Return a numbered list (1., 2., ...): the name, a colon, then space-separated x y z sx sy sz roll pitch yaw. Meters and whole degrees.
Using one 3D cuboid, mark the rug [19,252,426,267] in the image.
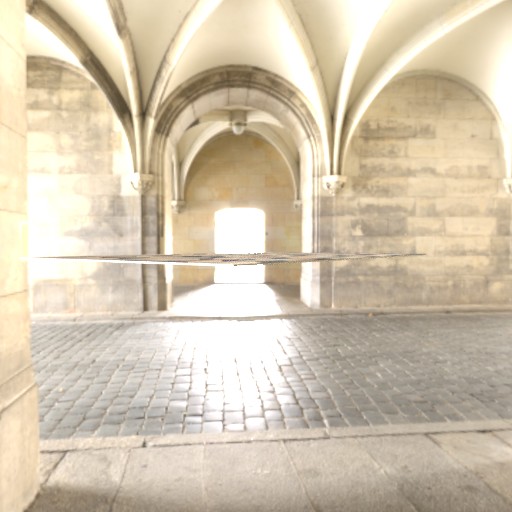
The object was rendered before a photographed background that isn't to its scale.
1. rug: 0.000 0.000 2.278 1.202 0.006 1.813 1 2 37
